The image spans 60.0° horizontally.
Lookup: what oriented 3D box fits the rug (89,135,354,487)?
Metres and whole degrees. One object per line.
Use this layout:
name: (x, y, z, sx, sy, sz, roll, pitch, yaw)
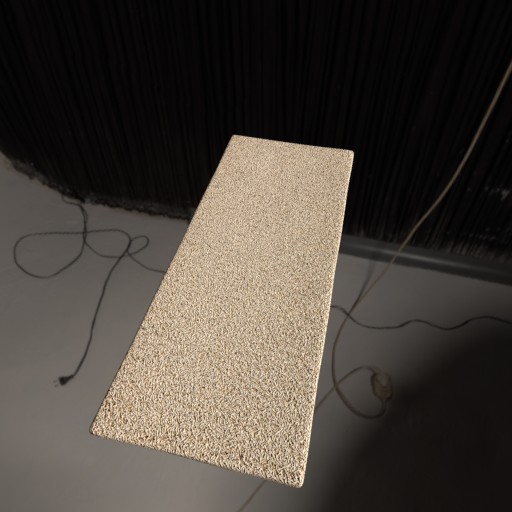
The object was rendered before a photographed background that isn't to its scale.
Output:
rug: (0.000, 0.000, 1.693, 0.609, 0.030, 1.524, 10, 49, 9)
